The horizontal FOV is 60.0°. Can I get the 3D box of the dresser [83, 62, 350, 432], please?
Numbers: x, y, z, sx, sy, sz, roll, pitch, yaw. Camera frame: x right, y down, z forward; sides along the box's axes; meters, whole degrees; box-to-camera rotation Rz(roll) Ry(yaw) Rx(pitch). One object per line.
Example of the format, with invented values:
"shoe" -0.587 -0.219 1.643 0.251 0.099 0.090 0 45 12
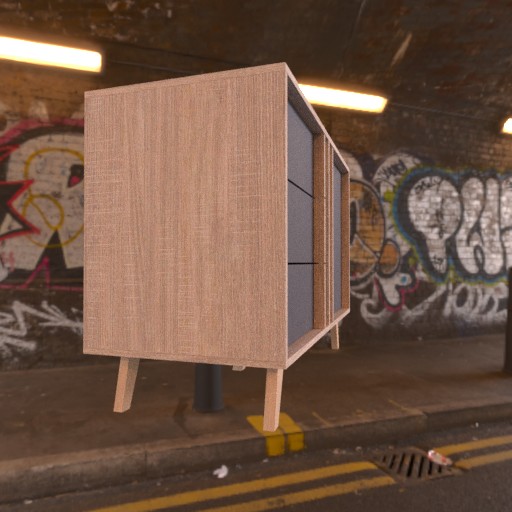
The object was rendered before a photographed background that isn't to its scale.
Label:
"dresser" 0.000 0.000 1.510 0.500 0.780 1.110 0 -1 19
